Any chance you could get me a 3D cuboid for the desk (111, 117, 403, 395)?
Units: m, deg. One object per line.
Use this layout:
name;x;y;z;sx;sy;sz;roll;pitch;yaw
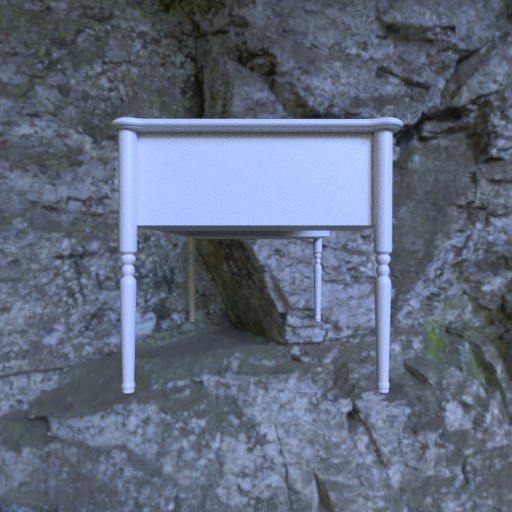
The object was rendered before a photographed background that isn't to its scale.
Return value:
desk;0.000;0.000;1.877;0.807;0.762;1.380;0;0;0
